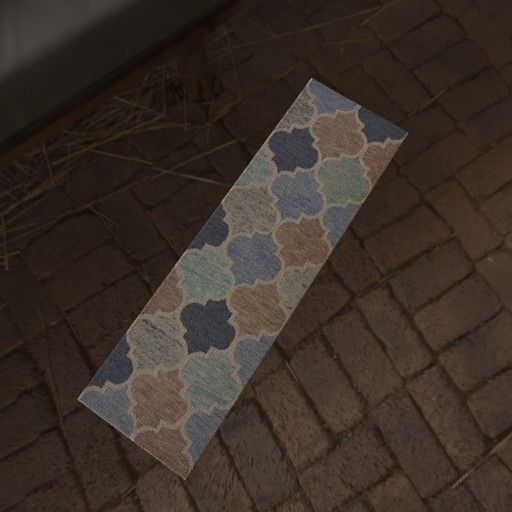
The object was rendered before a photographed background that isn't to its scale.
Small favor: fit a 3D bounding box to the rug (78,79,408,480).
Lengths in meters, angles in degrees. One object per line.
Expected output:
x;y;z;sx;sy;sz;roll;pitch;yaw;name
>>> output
0.000;0.000;2.472;0.687;0.011;2.287;33;78;8;rug
